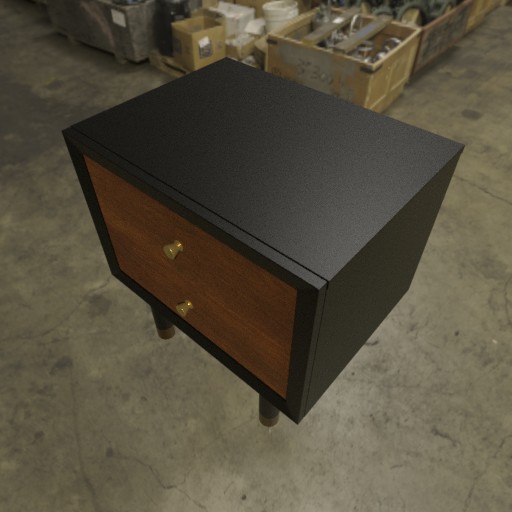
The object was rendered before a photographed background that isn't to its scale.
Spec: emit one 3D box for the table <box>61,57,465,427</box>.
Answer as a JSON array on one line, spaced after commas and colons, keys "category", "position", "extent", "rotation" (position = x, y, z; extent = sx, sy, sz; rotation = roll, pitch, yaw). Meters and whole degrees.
[{"category": "table", "position": [0.000, 0.000, 0.979], "extent": [0.564, 0.584, 0.441], "rotation": [32, 54, 27]}]
